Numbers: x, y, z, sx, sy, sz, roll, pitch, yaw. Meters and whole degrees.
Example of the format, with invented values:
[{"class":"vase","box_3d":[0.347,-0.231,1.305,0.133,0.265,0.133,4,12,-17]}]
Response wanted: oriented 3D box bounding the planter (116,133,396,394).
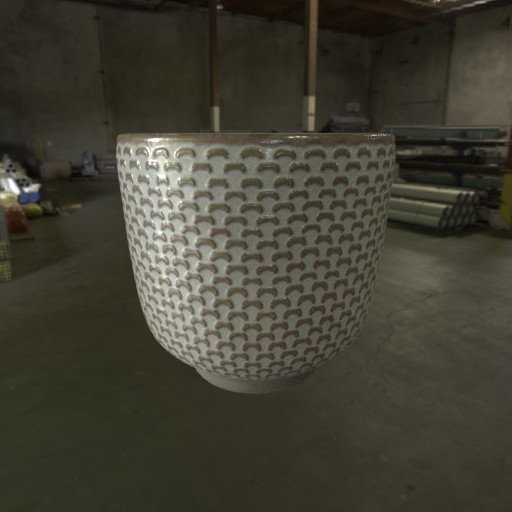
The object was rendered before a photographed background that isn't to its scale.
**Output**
[{"class":"planter","box_3d":[0.000,0.000,0.245,0.139,0.130,0.139,0,15,0]}]
